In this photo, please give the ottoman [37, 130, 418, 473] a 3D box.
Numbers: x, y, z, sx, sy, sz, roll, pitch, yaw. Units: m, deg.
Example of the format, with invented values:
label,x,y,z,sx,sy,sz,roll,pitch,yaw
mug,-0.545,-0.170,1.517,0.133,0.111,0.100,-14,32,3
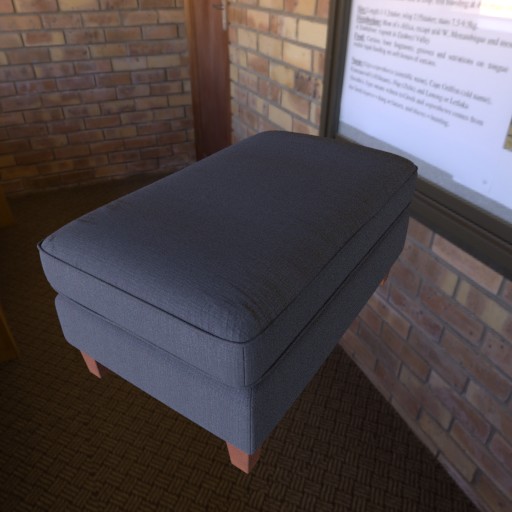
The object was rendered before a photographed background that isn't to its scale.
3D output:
label,x,y,z,sx,sy,sz,roll,pitch,yaw
ottoman,0.000,0.000,1.170,0.570,0.438,0.885,20,38,28
